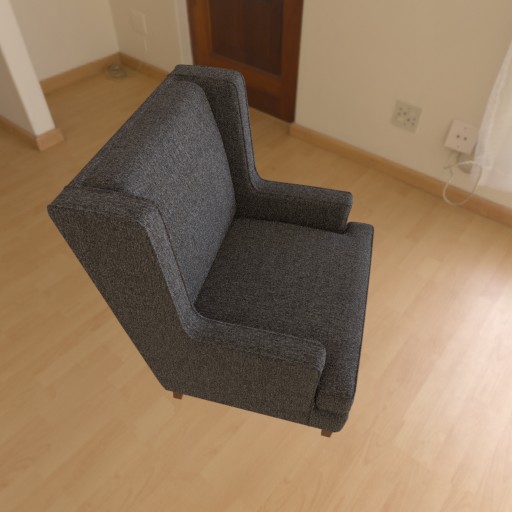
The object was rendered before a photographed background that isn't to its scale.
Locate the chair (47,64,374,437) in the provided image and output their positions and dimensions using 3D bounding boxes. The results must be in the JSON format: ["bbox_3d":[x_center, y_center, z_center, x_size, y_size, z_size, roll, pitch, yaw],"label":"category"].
[{"bbox_3d":[0.000,0.000,1.780,0.927,1.082,0.942,11,47,10],"label":"chair"}]
